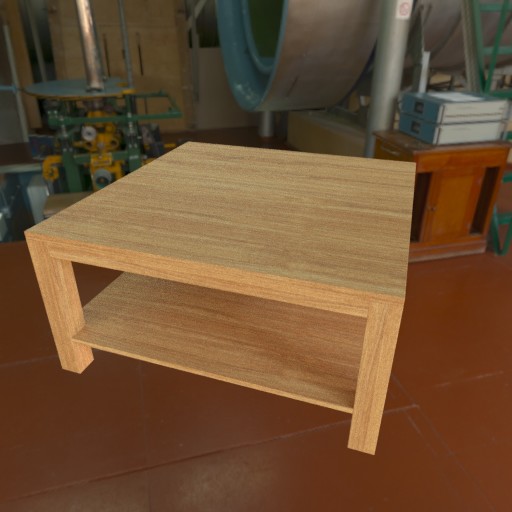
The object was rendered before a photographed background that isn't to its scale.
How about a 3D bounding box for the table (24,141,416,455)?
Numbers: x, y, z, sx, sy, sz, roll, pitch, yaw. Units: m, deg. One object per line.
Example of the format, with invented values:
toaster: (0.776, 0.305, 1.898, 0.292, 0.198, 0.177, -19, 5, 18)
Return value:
table: (0.000, 0.000, 1.444, 0.900, 0.450, 0.900, 9, 30, 16)
